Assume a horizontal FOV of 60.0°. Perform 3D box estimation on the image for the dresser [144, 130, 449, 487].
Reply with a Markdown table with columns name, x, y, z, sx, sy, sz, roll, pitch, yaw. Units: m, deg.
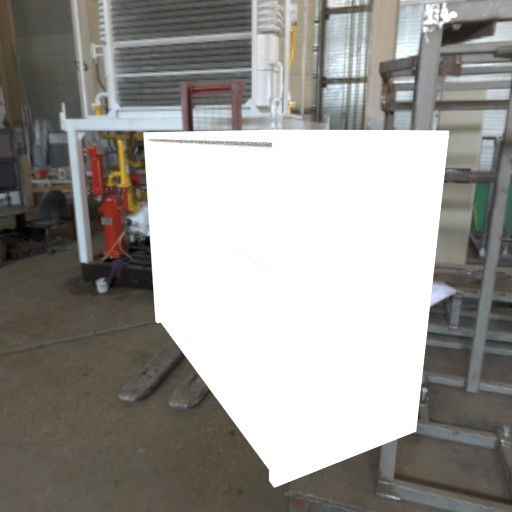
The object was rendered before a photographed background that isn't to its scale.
| name | x | y | z | sx | sy | sz | roll | pitch | yaw |
| --- | --- | --- | --- | --- | --- | --- | --- | --- | --- |
| dresser | 0.000 | 0.000 | 1.521 | 0.460 | 0.820 | 1.100 | -8 | 17 | -26 |
